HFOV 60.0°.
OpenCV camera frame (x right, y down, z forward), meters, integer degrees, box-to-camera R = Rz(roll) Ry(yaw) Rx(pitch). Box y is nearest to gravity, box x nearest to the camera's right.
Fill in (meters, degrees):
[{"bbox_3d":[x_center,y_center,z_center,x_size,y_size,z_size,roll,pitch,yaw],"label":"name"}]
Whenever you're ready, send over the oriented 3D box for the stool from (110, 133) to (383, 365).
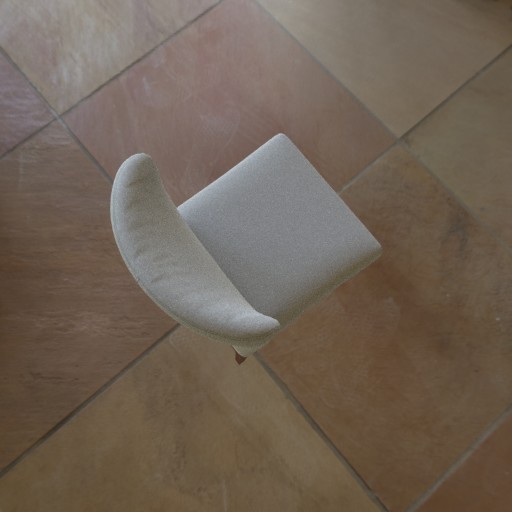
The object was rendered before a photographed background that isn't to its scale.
[{"bbox_3d":[0.000,0.000,1.376,0.568,1.069,0.479,-37,79,-8],"label":"stool"}]
